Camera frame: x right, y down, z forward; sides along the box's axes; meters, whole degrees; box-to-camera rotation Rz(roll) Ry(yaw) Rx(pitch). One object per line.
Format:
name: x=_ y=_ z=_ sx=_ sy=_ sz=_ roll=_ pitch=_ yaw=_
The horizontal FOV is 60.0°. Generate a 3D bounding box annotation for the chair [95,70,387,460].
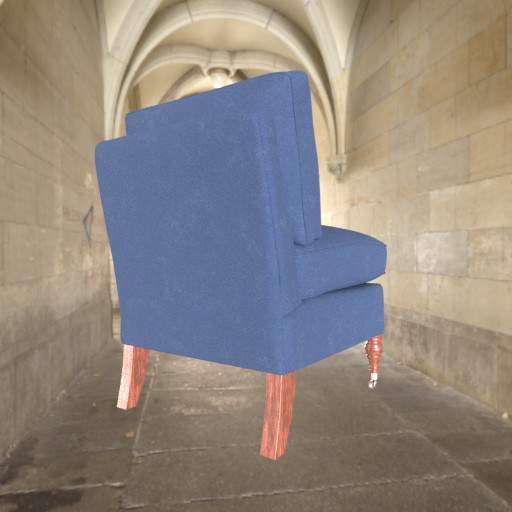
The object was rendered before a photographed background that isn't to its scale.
chair: x=0.000 y=0.000 z=1.641 sx=0.724 sy=1.052 sz=0.912 roll=1 pitch=1 yaw=36
